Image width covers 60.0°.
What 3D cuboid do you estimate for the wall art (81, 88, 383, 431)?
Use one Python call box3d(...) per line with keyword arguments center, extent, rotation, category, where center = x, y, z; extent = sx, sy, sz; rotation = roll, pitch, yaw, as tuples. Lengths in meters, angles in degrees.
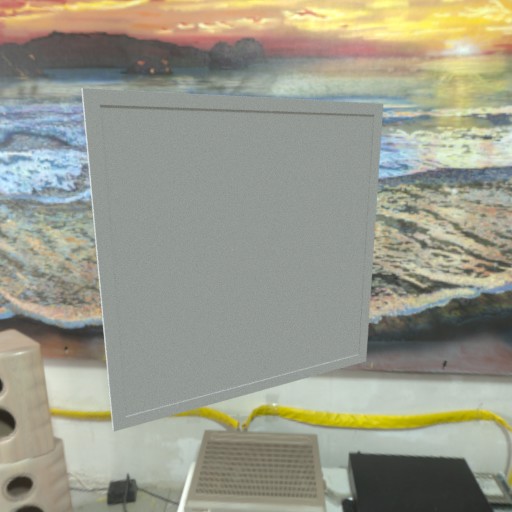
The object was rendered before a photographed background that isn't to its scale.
box3d(center=(0.000, 0.000, 0.976), extent=(0.660, 0.660, 0.015), rotation=(-7, 16, -26), category="wall art")
